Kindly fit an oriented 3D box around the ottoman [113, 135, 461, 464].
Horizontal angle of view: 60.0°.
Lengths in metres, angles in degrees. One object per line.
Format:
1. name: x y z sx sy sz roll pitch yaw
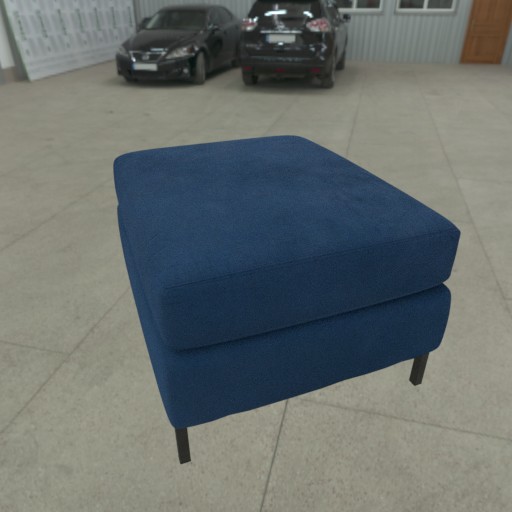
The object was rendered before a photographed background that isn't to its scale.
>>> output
1. ottoman: 0.000 0.000 1.191 0.655 0.485 0.794 -11 32 -18
